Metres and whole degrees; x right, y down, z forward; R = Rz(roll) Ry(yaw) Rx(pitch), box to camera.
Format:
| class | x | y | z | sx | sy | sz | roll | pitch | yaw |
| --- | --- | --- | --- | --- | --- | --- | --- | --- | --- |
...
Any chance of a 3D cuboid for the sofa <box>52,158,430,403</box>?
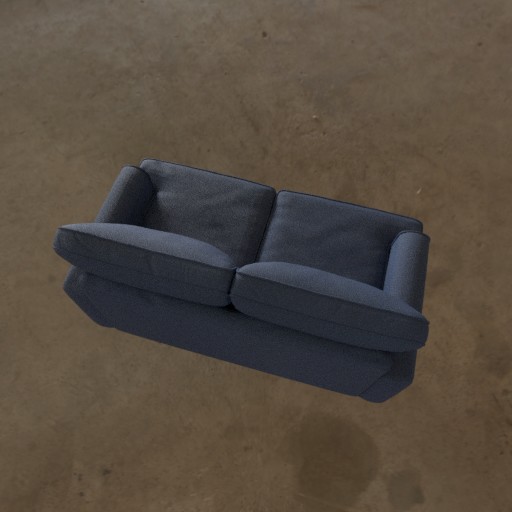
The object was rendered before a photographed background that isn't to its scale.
| class | x | y | z | sx | sy | sz | roll | pitch | yaw |
| --- | --- | --- | --- | --- | --- | --- | --- | --- | --- |
| sofa | 0.000 | 0.000 | 2.255 | 1.651 | 0.965 | 0.965 | 14 | 64 | 7 |
